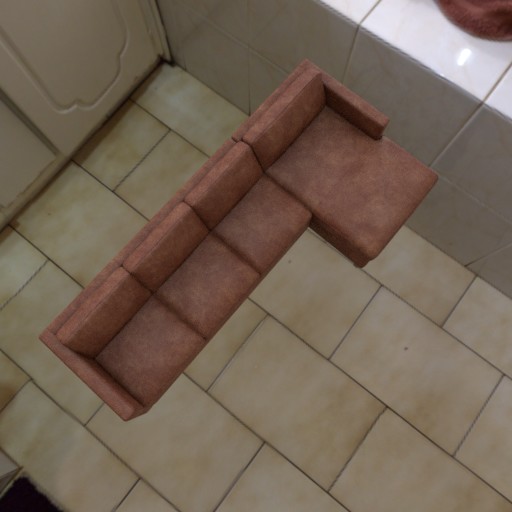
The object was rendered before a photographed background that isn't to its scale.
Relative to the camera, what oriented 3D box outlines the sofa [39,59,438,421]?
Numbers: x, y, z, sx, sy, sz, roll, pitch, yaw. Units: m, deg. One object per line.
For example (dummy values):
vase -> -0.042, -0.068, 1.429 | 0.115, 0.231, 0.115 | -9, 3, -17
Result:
sofa -> 0.000, 0.000, 3.775 | 1.581, 0.883, 3.203 | 40, 79, 9
